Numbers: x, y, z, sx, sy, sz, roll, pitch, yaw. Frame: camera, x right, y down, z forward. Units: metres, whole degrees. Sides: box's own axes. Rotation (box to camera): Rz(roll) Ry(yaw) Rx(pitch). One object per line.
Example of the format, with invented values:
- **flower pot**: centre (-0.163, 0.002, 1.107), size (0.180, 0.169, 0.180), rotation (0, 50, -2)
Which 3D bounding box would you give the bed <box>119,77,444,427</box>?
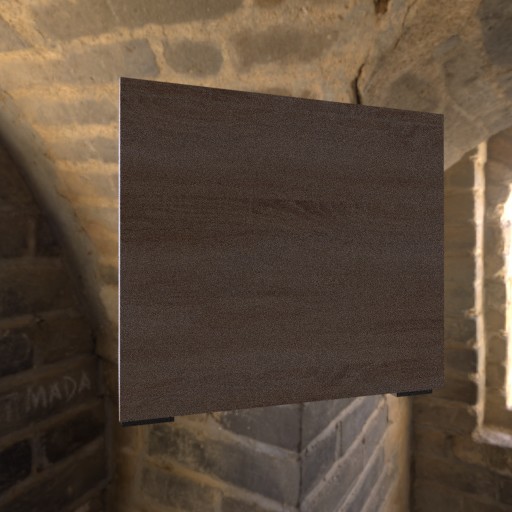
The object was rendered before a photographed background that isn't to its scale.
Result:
- **bed**: centre (0.000, 0.000, 0.779), size (0.460, 0.420, 0.401), rotation (0, 0, -17)
